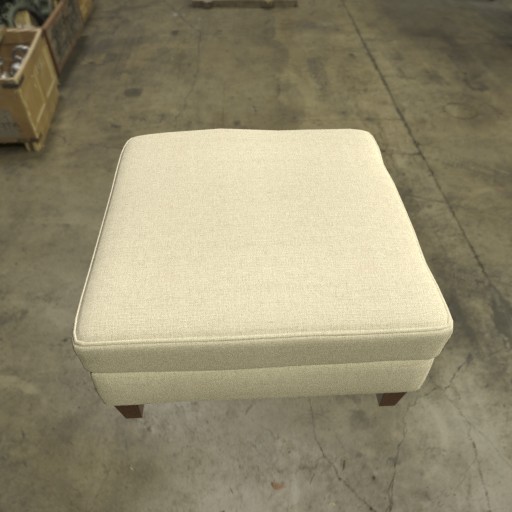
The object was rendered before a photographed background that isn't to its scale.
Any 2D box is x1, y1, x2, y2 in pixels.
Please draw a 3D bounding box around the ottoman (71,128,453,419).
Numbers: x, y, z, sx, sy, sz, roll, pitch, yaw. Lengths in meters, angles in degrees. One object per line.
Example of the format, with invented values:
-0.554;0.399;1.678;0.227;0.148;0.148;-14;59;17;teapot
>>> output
0.000;0.000;1.346;0.838;0.478;0.838;-2;47;-2;ottoman
